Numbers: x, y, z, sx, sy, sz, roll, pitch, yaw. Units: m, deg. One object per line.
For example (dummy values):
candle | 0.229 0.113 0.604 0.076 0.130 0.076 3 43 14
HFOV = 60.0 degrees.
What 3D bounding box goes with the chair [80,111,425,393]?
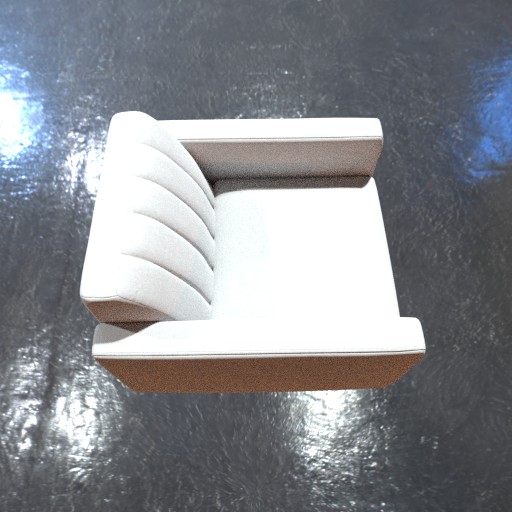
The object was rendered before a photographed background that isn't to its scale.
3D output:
chair | 0.000 0.000 1.672 0.998 0.819 0.953 -1 62 0
